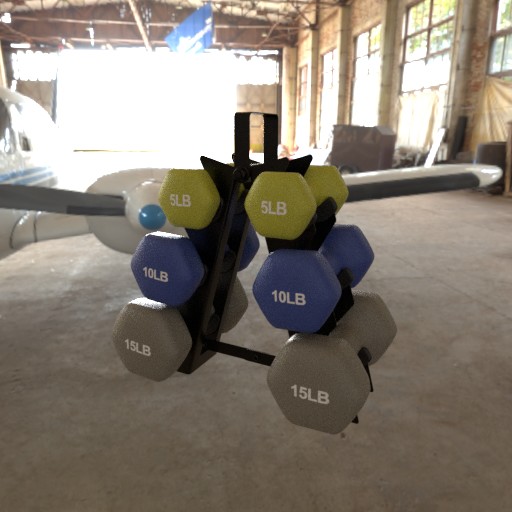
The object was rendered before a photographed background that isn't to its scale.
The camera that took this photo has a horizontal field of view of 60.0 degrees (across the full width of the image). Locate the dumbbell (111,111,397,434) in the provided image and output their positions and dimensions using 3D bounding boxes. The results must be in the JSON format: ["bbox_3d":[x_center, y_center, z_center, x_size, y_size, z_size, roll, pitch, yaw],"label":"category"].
[{"bbox_3d":[0.000,0.000,0.694,0.416,0.426,0.261,8,17,26],"label":"dumbbell"}]
